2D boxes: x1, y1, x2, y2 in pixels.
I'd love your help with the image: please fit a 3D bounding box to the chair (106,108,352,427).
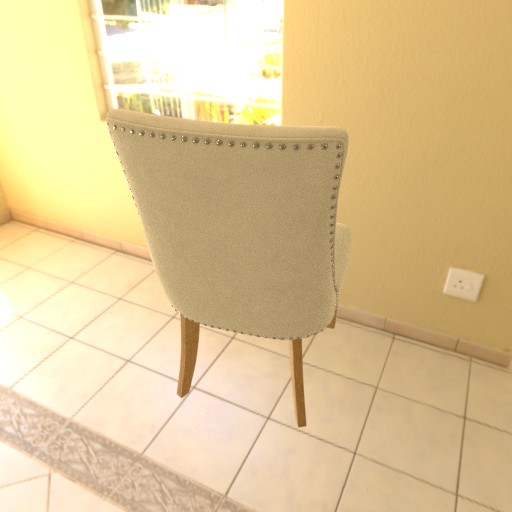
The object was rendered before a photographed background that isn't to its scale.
[{"bbox_3d":[0.000,0.000,1.251,0.495,0.902,0.610,9,34,14],"label":"chair"}]
